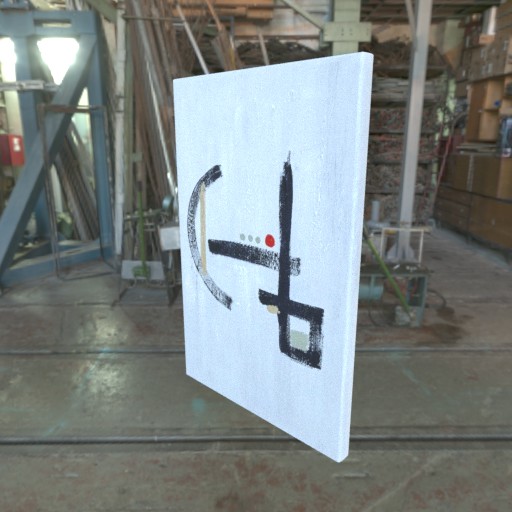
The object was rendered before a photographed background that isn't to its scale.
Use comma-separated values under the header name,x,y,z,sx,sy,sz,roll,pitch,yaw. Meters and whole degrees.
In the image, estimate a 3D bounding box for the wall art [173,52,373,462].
name,x,y,z,sx,sy,sz,roll,pitch,yaw
wall art,0.000,0.000,1.166,0.602,0.916,0.048,14,20,42
